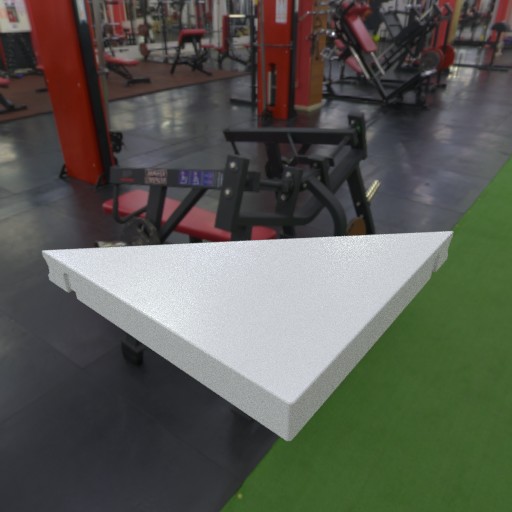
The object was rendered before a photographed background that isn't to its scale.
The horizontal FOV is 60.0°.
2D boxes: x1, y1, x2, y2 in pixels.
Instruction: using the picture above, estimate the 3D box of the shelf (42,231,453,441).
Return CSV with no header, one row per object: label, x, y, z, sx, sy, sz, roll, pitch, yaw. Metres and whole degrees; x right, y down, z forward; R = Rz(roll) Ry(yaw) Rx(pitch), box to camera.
shelf,0.000,0.000,0.452,0.296,0.035,0.296,22,37,33
